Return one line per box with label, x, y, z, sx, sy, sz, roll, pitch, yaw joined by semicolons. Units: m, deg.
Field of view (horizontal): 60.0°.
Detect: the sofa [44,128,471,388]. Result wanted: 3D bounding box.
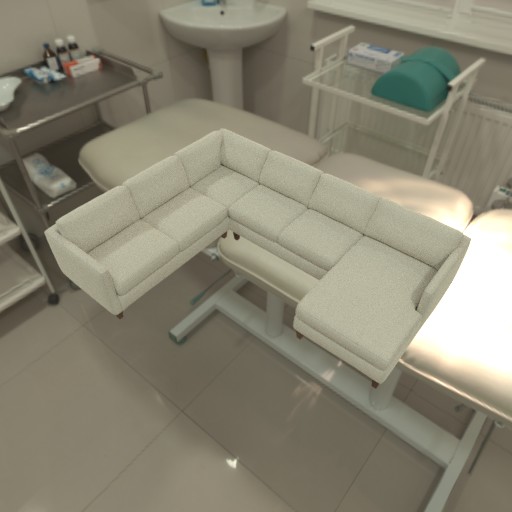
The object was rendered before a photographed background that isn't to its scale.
sofa;0.000;0.000;4.379;3.238;0.853;2.551;30;52;27
